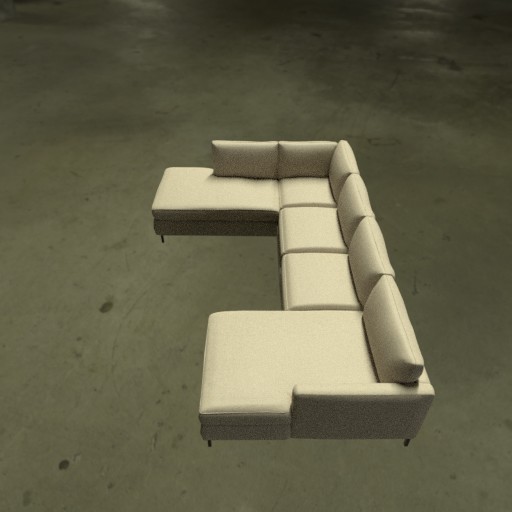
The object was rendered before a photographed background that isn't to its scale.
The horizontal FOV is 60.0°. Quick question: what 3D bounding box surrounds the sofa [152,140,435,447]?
[{"bbox_3d":[0.000,0.000,3.431,1.879,0.756,2.737,0,40,0],"label":"sofa"}]
